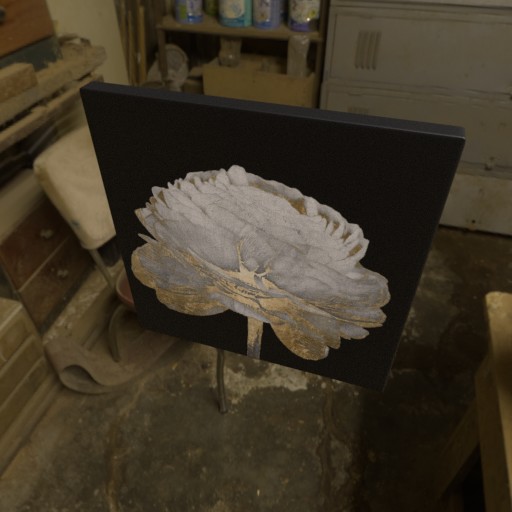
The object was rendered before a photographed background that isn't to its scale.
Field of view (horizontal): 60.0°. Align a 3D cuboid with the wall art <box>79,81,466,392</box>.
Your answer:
[{"bbox_3d":[0.000,0.000,0.880,0.610,0.611,0.043,12,42,14],"label":"wall art"}]
